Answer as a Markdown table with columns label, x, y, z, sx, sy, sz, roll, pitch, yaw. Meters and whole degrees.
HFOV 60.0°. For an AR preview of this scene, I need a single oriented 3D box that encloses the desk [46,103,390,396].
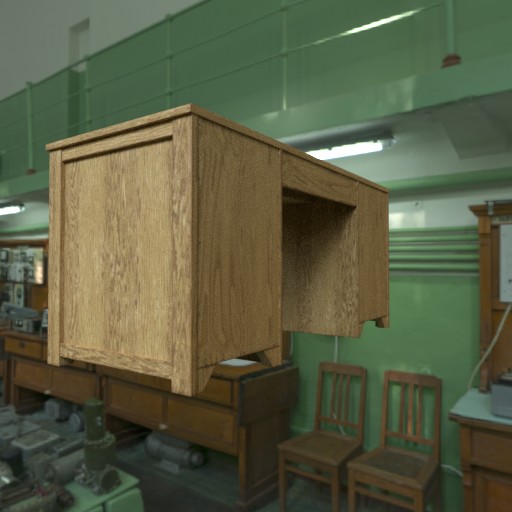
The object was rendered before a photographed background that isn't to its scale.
| label | x | y | z | sx | sy | sz | roll | pitch | yaw |
| --- | --- | --- | --- | --- | --- | --- | --- | --- | --- |
| desk | 0.000 | 0.000 | 1.963 | 0.685 | 0.751 | 1.567 | -1 | -1 | 35 |
